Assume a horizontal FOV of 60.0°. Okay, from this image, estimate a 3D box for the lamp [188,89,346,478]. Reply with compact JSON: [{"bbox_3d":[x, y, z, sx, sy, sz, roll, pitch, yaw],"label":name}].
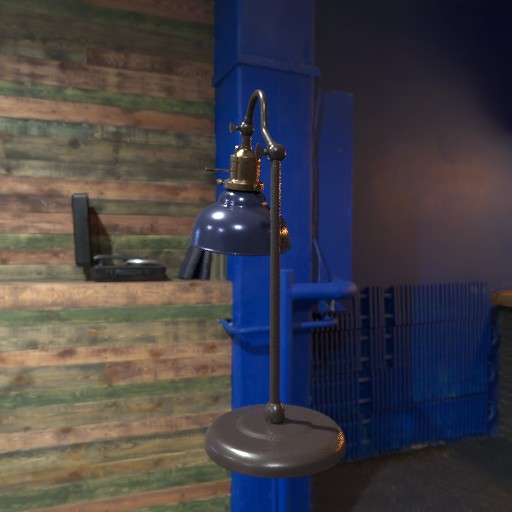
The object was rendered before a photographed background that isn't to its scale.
[{"bbox_3d":[0.000,0.000,0.691,0.192,0.508,0.374,0,1,-16],"label":"lamp"}]
